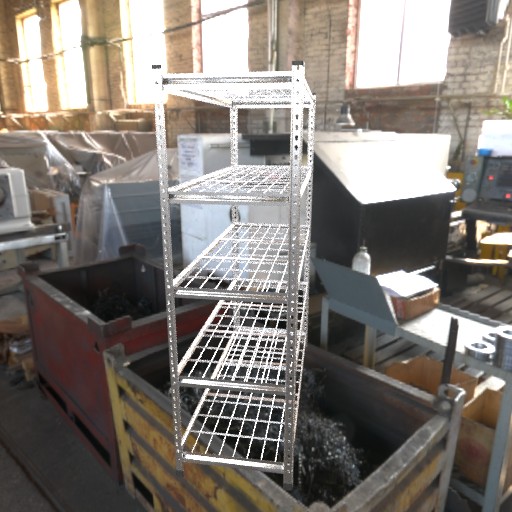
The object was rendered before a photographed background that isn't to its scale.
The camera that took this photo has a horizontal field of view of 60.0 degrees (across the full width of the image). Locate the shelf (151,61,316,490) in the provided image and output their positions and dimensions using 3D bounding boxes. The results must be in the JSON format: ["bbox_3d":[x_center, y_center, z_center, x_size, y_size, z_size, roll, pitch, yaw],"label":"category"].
[{"bbox_3d":[0.000,0.000,2.709,0.610,1.981,1.524,2,16,9],"label":"shelf"}]
